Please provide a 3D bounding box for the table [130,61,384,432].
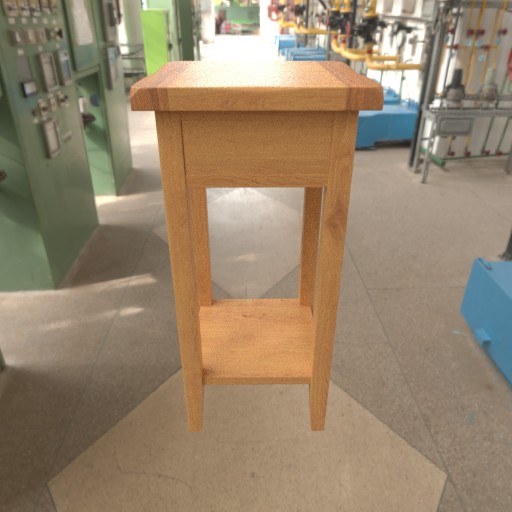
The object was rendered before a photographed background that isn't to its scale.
[{"bbox_3d":[0.000,0.000,0.956,0.360,0.740,0.360,0,29,0],"label":"table"}]
